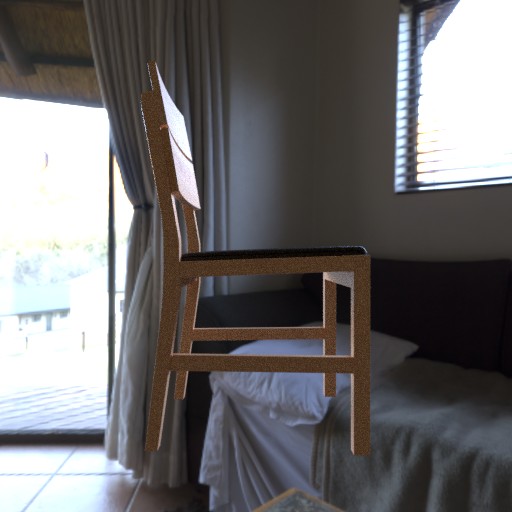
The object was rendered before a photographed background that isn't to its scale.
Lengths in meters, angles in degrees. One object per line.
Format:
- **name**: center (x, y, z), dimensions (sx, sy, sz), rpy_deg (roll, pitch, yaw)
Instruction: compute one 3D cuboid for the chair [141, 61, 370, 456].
- **chair**: center (0.000, 0.000, 1.289), dimensions (0.560, 0.950, 0.475), rpy_deg (0, 0, 0)
